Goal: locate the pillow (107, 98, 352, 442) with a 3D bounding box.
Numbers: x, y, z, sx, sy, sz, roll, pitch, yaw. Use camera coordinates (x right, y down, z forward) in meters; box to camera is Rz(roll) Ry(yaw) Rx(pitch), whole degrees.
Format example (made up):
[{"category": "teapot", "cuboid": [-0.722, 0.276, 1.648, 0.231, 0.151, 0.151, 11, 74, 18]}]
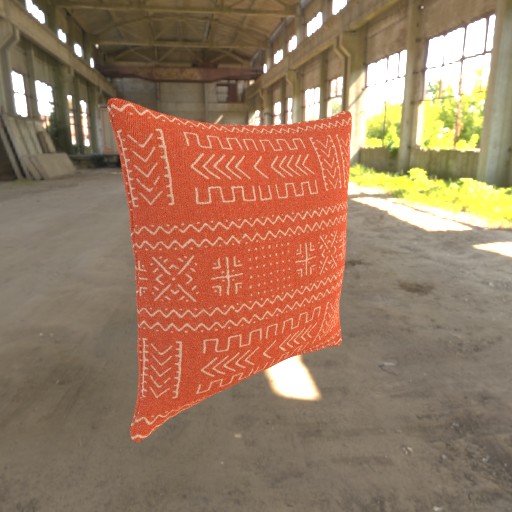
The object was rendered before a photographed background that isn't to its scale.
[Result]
[{"category": "pillow", "cuboid": [0.000, 0.000, 0.660, 0.438, 0.429, 0.164, -13, 20, -41]}]
